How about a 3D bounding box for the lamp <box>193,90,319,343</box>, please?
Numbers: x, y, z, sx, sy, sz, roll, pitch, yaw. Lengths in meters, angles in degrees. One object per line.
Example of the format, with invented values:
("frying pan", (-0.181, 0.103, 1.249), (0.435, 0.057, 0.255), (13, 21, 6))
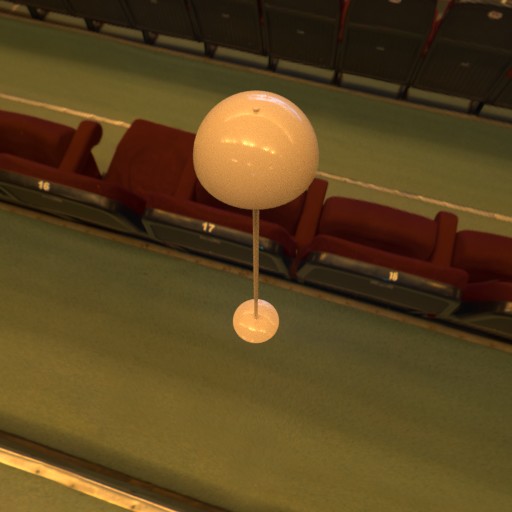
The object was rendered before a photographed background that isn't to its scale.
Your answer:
("lamp", (0.000, 0.000, 1.669), (0.328, 1.480, 0.328), (15, 64, 7))
